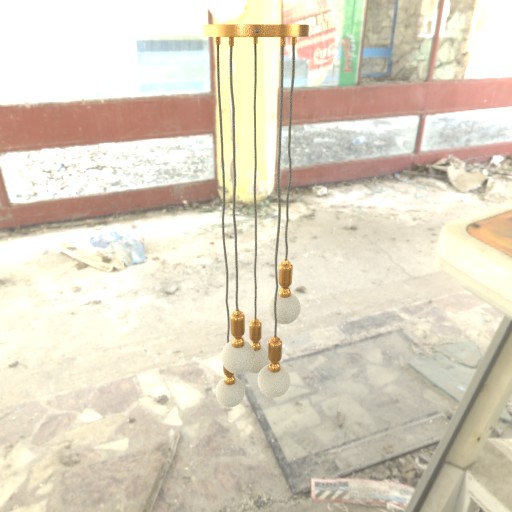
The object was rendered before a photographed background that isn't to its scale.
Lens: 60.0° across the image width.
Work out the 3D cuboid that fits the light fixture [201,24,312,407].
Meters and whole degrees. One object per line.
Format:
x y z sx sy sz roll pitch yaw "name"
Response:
0.000 0.000 0.493 0.108 0.457 0.105 -1 27 -1 "light fixture"
